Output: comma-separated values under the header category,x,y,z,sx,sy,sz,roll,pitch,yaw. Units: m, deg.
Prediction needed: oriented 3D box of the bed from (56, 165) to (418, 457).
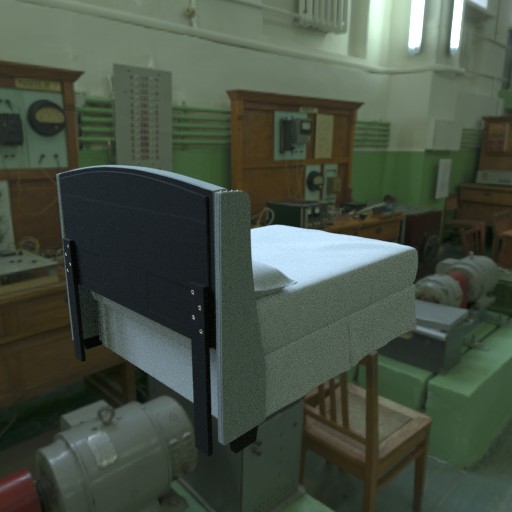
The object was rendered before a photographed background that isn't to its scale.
category,x,y,z,sx,sy,sz,roll,pitch,yaw
bed,0.000,0.000,3.346,1.710,1.407,2.237,14,20,43
